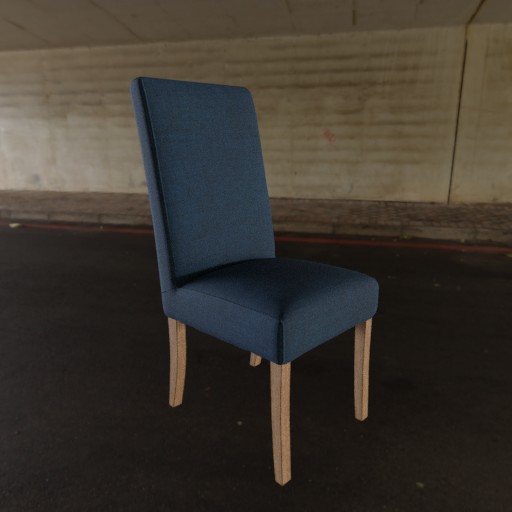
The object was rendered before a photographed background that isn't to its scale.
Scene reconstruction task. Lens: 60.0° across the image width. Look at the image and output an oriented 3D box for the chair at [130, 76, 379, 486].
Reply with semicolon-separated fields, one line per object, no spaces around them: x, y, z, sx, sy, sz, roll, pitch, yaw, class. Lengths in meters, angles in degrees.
0.000;0.000;1.348;0.610;1.029;0.450;15;21;43;chair
